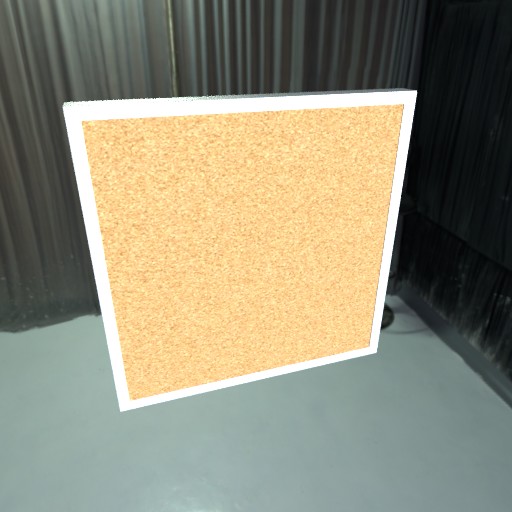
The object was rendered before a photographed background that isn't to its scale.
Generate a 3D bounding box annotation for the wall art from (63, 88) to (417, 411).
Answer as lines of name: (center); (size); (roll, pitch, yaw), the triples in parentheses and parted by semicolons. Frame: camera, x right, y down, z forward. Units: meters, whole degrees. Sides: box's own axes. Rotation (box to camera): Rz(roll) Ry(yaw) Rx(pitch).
wall art: (0.000, 0.000, 0.739); (0.506, 0.505, 0.038); (-8, 28, -16)
